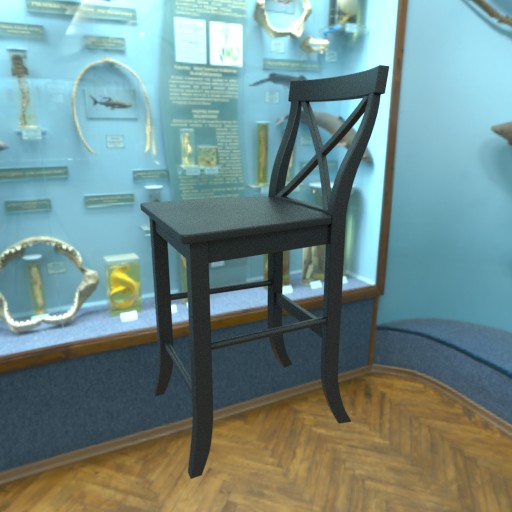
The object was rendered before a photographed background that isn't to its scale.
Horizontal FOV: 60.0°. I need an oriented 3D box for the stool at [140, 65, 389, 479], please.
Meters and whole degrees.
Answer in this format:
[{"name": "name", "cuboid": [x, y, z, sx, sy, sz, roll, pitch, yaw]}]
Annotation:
[{"name": "stool", "cuboid": [0.000, 0.000, 1.270, 0.559, 0.989, 0.452, -8, 18, -24]}]
